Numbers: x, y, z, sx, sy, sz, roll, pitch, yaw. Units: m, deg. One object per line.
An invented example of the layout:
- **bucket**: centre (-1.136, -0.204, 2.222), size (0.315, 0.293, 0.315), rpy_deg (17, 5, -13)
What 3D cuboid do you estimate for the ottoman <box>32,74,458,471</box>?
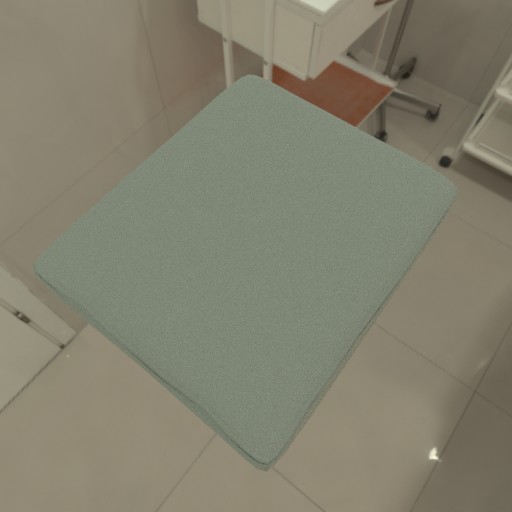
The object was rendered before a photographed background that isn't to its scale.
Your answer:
- **ottoman**: centre (0.000, 0.000, 1.438), size (0.842, 0.494, 0.991), rpy_deg (34, 67, 17)
